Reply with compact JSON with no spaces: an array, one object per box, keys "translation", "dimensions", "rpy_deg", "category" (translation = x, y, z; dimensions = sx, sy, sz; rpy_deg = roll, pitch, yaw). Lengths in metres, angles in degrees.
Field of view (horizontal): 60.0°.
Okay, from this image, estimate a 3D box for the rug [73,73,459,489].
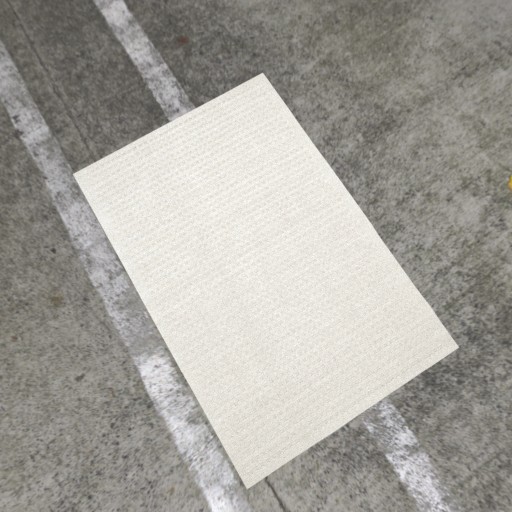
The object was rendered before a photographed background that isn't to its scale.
[{"translation":[0.000,0.000,2.863],"dimensions":[1.523,0.006,2.289],"rpy_deg":[-31,77,-8],"category":"rug"}]
